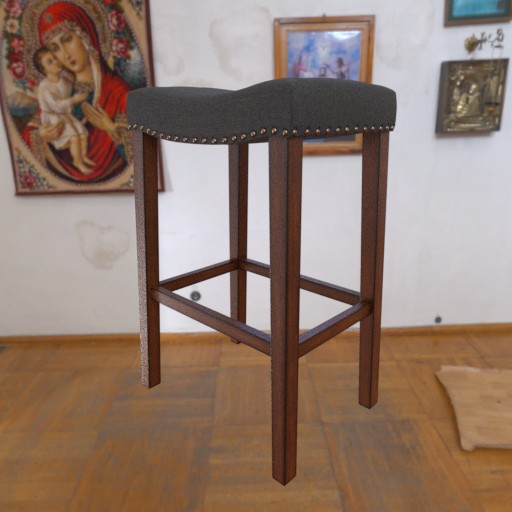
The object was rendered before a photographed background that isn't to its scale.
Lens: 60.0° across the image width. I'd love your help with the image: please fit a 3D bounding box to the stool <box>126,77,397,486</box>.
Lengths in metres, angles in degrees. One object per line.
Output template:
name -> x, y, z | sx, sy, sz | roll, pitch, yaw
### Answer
stool -> 0.000, 0.000, 1.046 | 0.502, 0.760, 0.366 | 16, 24, 41
